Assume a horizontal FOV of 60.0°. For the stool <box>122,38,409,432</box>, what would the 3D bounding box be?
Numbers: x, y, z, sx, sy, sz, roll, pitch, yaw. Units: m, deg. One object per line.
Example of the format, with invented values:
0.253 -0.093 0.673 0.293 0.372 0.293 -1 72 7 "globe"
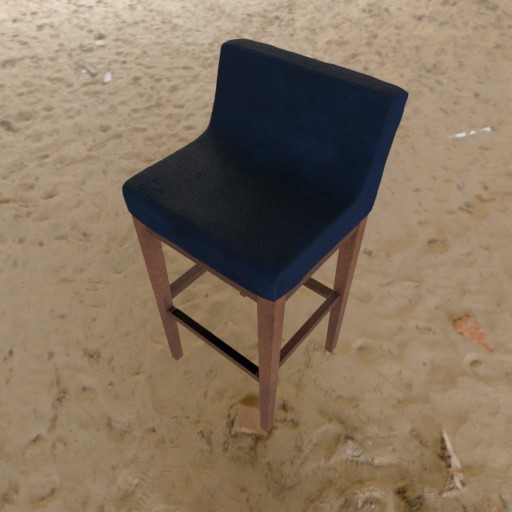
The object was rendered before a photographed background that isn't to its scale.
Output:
0.000 0.000 1.328 0.511 1.037 0.500 30 53 26 "stool"
